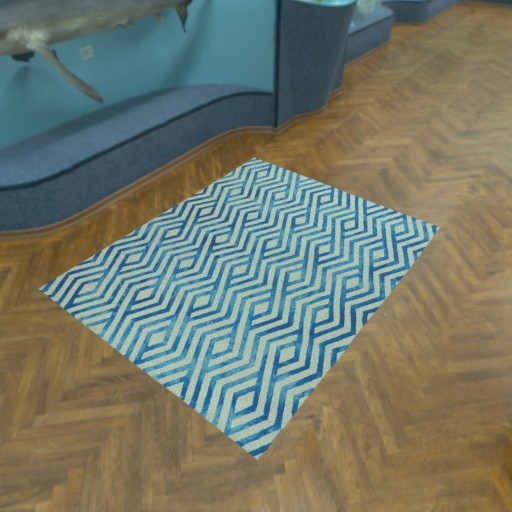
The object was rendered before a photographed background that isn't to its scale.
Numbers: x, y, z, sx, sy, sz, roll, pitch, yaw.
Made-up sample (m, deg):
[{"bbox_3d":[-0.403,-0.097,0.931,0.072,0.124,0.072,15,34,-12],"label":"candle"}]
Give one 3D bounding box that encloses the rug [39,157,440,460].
[{"bbox_3d":[0.000,0.000,4.229,2.453,0.008,3.059,27,47,28],"label":"rug"}]
